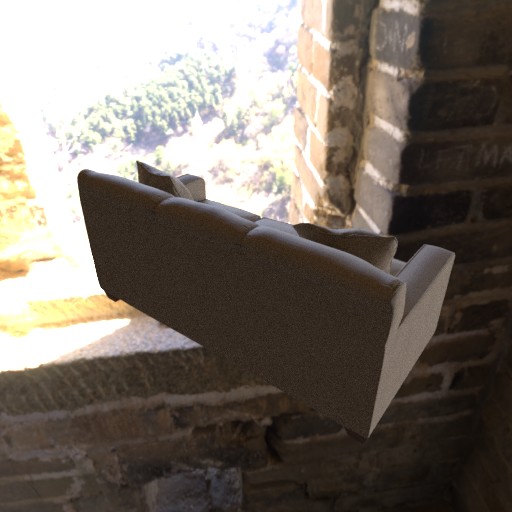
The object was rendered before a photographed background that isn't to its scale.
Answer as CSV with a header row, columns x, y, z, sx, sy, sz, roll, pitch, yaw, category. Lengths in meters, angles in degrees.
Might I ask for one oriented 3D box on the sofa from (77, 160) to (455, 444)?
x,y,z,sx,sy,sz,roll,pitch,yaw,category
0.000,0.000,2.669,2.024,0.958,0.997,21,37,31,sofa
